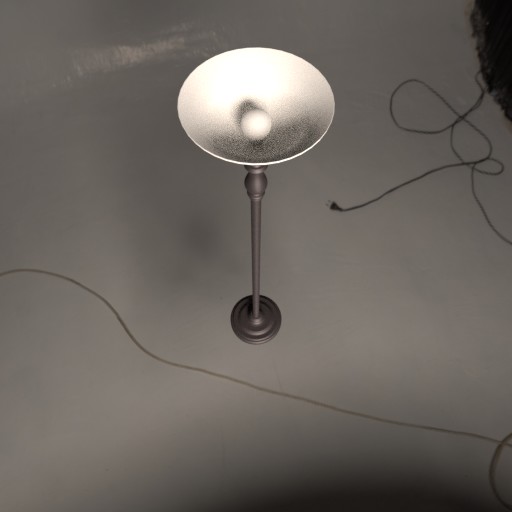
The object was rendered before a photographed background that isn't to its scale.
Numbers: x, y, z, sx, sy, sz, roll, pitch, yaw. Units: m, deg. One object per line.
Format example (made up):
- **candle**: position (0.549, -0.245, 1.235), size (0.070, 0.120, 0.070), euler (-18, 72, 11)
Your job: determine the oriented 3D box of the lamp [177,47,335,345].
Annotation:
- **lamp**: position (0.000, 0.000, 1.950), size (0.405, 1.797, 0.405), euler (-14, 64, -7)
